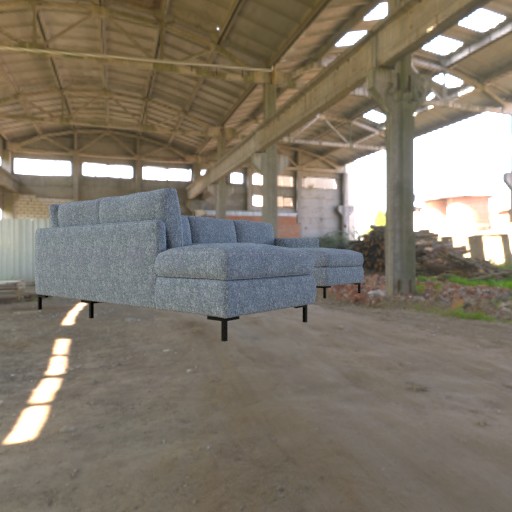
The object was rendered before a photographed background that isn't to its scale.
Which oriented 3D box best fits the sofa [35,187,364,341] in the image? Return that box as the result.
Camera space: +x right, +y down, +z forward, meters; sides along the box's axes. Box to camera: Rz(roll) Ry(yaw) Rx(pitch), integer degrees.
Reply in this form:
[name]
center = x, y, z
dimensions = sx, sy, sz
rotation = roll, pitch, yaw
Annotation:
[sofa]
center = 0.000, 0.000, 3.585
dimensions = 1.879, 0.756, 2.737
rotation = 0, 0, 39
